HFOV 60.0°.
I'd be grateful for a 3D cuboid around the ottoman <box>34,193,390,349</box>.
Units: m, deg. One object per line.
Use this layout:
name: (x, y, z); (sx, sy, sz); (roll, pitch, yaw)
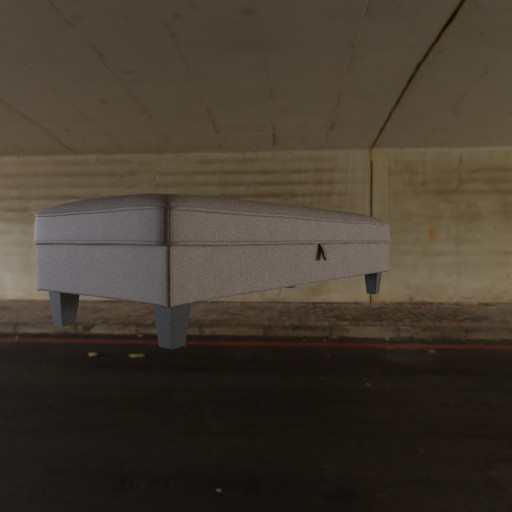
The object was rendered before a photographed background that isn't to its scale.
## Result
ottoman: (0.000, 0.000, 2.085); (0.751, 0.470, 1.764); (1, 3, 36)
